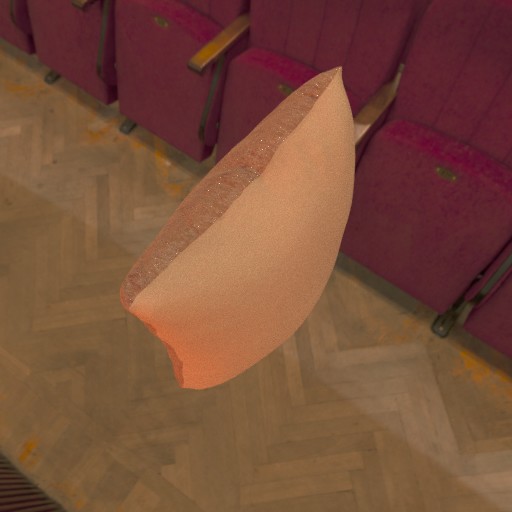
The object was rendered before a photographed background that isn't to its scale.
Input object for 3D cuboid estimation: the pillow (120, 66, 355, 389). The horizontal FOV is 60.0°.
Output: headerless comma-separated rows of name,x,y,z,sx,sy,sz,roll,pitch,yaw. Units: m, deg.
pillow,0.000,0.000,0.732,0.245,0.448,0.450,34,68,16
